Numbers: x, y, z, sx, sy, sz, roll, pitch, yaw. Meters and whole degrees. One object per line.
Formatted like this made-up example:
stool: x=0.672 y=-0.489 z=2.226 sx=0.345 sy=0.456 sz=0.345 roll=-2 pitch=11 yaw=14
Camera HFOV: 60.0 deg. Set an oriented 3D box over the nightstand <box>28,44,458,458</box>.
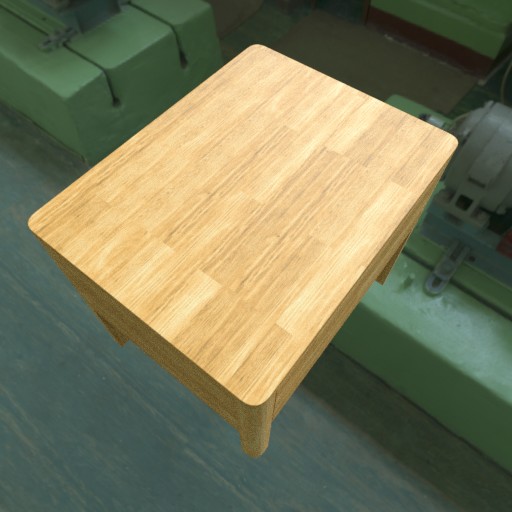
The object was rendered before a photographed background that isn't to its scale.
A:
nightstand: x=0.000 y=0.000 z=0.899 sx=0.440 sy=0.470 sz=0.560 roll=34 pitch=64 yaw=19
